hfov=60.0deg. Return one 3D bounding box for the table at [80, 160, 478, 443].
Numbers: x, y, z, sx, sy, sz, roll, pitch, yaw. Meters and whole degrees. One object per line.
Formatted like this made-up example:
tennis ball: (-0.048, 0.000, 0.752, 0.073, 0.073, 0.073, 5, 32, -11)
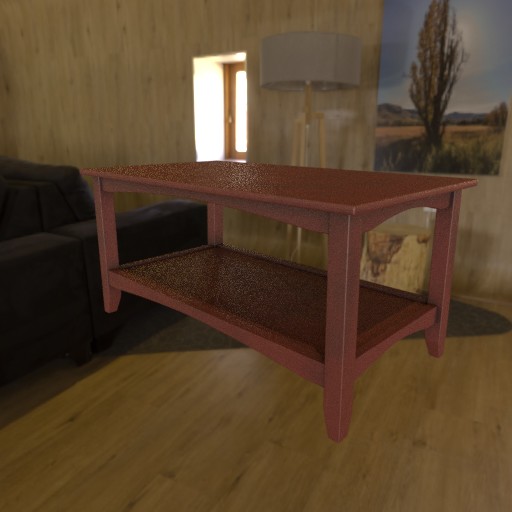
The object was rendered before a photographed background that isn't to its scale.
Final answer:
table: (0.000, 0.000, 1.238, 0.943, 0.456, 0.533, 15, 22, 42)
